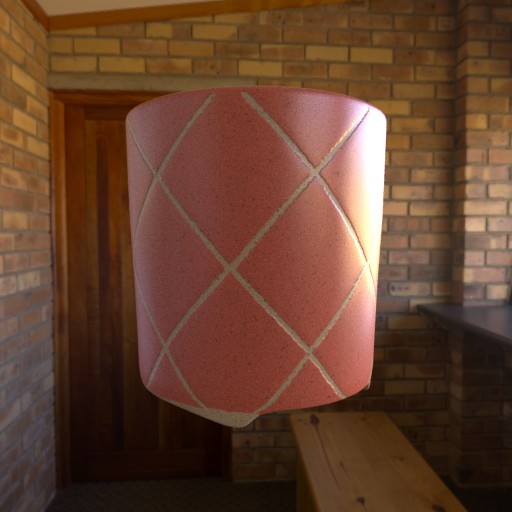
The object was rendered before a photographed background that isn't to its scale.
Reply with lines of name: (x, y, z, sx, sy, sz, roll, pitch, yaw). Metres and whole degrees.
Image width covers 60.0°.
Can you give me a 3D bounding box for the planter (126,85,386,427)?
planter: (0.000, 0.000, 0.408, 0.227, 0.235, 0.227, 0, 3, 0)
